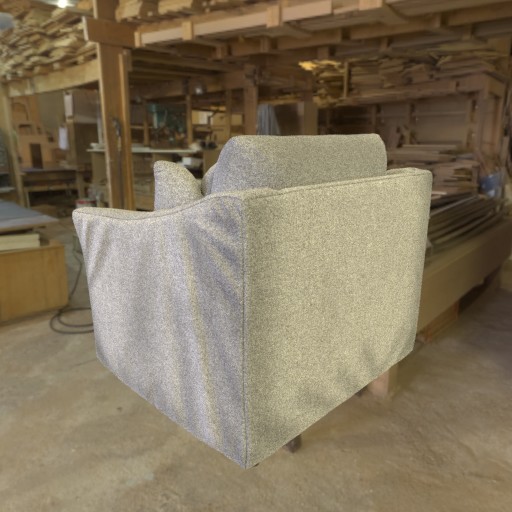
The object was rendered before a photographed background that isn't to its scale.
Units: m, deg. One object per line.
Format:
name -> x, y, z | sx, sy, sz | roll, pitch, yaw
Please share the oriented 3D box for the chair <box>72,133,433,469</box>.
chair -> 0.000, 0.000, 1.989 | 1.071, 1.059, 1.194 | 15, 21, 43
